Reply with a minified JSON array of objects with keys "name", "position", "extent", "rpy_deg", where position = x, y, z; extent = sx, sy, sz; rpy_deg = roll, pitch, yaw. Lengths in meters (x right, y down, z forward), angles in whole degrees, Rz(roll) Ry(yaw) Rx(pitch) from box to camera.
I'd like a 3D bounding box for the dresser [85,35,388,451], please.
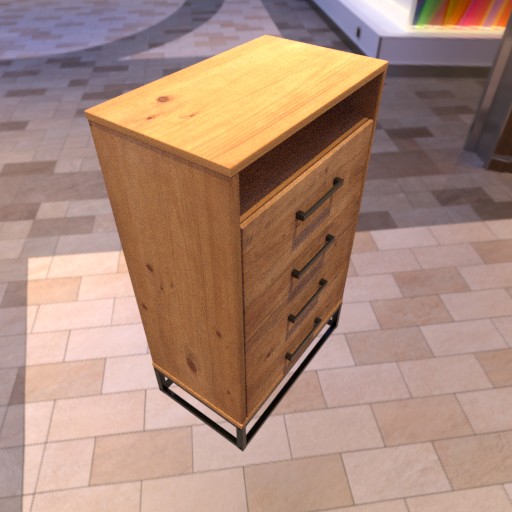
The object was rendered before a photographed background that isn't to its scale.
[{"name":"dresser","position":[0.000,0.000,1.603],"extent":[0.479,1.240,0.761],"rpy_deg":[26,48,26]}]
